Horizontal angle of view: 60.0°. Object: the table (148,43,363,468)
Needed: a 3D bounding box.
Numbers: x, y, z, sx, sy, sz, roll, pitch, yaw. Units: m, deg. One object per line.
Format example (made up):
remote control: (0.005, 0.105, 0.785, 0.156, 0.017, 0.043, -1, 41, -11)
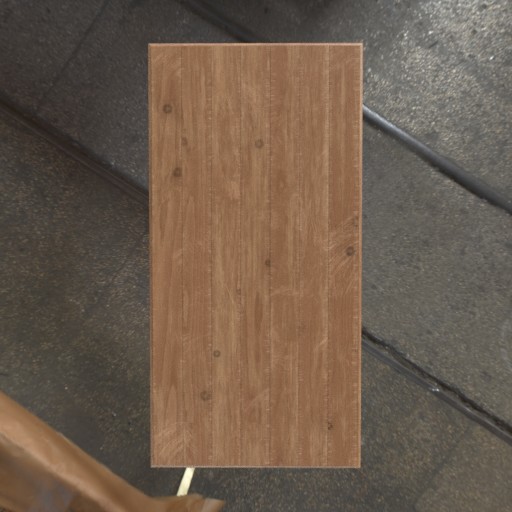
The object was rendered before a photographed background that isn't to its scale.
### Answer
table: (0.000, 0.000, 1.383, 0.559, 0.458, 1.118, 0, 91, 0)
